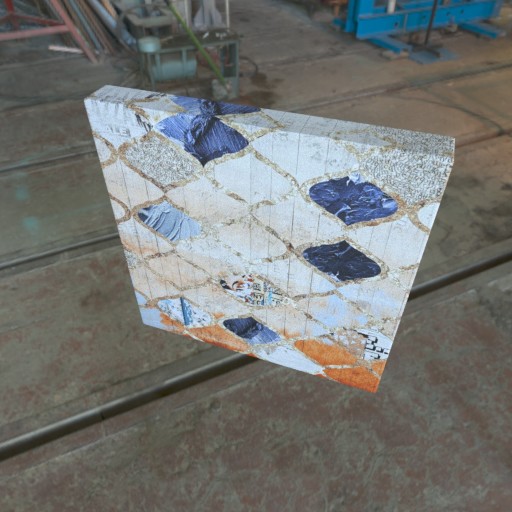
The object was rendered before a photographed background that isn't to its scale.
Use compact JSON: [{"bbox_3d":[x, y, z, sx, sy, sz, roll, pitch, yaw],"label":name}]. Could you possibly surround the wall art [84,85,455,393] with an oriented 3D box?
[{"bbox_3d":[0.000,0.000,0.457,0.303,0.304,0.036,13,44,14],"label":"wall art"}]
